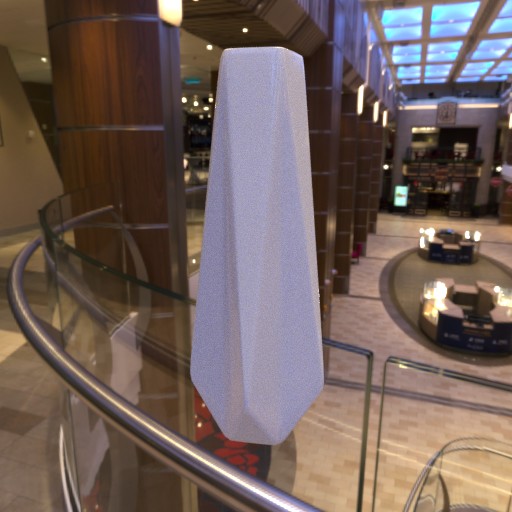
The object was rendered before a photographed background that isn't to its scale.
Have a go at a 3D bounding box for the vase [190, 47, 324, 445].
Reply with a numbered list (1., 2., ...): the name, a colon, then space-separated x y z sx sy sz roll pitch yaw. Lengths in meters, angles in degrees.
1. vase: 0.000 0.000 0.395 0.122 0.329 0.116 -7 16 -26
